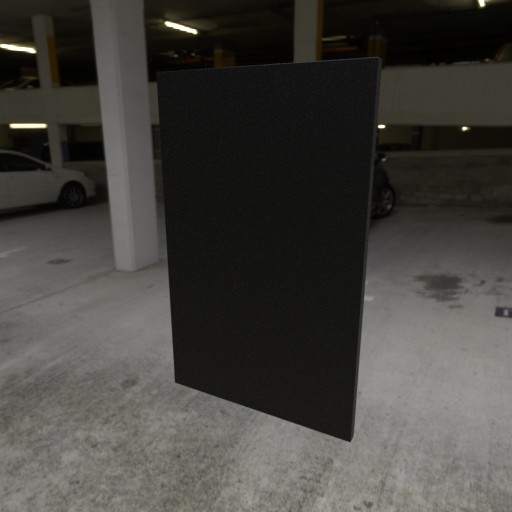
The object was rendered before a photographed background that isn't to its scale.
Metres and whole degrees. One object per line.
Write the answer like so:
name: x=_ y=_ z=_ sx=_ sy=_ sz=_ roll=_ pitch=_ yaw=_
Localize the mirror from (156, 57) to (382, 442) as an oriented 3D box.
mirror: x=0.000 y=0.000 z=1.540 sx=0.762 sy=1.219 sz=0.038 roll=9 pitch=19 yaw=27
